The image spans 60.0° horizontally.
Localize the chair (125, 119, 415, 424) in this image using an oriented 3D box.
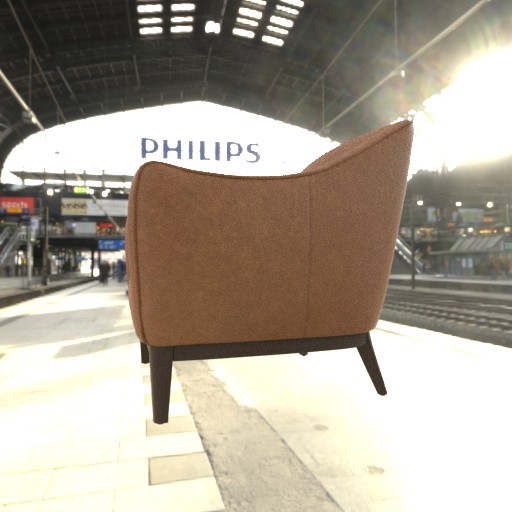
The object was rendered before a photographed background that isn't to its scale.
[{"bbox_3d":[0.000,0.000,1.509,0.852,0.830,0.871,0,-1,-17],"label":"chair"}]
